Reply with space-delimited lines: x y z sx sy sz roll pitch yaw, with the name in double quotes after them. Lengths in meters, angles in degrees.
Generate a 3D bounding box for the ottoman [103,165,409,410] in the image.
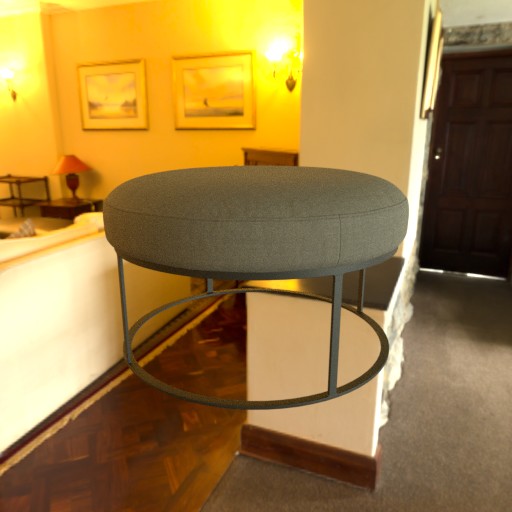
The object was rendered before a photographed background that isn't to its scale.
0.000 0.000 1.206 0.772 0.460 0.772 0 15 0 "ottoman"
